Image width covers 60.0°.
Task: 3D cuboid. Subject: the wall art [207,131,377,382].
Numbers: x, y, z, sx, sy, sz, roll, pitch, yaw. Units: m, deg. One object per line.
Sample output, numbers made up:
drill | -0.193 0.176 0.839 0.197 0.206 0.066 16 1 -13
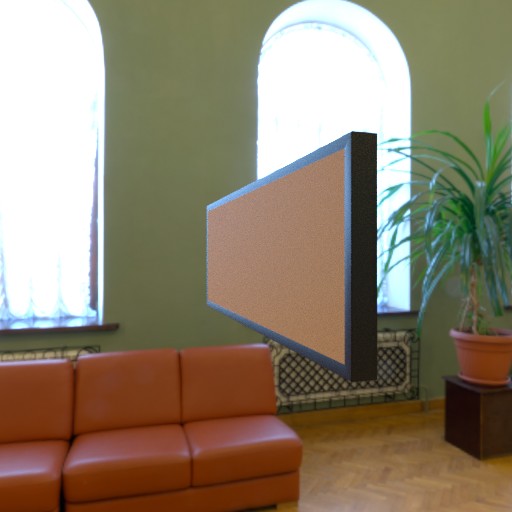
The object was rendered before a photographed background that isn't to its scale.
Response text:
wall art | 0.000 0.000 0.949 0.037 0.303 0.860 0 0 -18
